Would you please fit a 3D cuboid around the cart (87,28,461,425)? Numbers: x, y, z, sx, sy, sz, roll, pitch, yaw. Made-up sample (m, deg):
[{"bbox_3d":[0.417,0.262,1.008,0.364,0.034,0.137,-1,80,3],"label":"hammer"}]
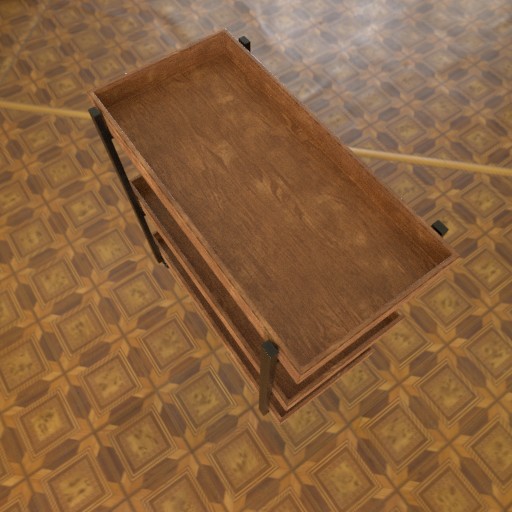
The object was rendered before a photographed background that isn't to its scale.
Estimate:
[{"bbox_3d":[0.000,0.000,1.229,0.411,0.800,0.750,-33,68,-15],"label":"cart"}]
